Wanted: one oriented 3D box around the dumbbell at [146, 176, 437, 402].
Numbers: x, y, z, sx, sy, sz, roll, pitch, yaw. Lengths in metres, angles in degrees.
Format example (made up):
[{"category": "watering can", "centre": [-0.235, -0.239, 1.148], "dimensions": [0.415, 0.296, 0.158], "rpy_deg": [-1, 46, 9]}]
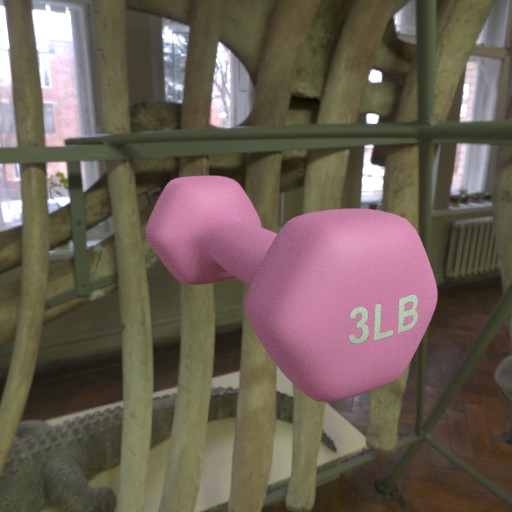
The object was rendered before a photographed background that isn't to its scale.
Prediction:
[{"category": "dumbbell", "centre": [0.000, 0.000, 0.194], "dimensions": [0.064, 0.058, 0.159], "rpy_deg": [-8, 18, -26]}]
